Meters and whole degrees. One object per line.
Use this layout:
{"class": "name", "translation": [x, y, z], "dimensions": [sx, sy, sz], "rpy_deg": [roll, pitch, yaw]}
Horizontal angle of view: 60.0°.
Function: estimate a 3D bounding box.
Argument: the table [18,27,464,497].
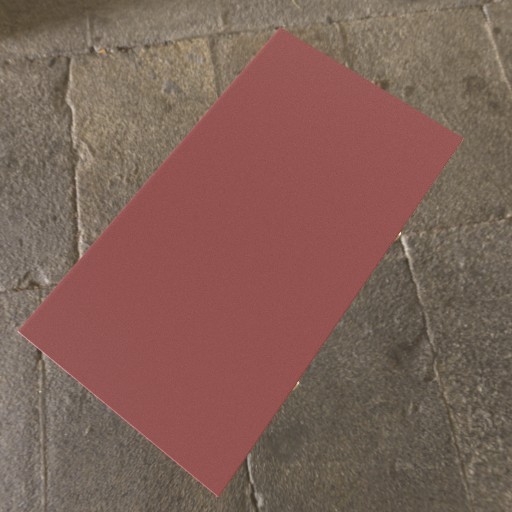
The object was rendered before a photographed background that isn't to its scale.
{"class": "table", "translation": [0.000, 0.000, 1.347], "dimensions": [0.612, 0.493, 1.068], "rpy_deg": [35, 78, 9]}
